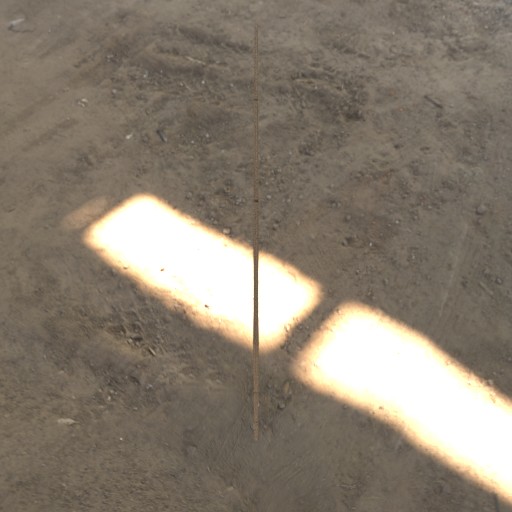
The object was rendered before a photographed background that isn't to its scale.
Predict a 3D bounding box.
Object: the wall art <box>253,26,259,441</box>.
[{"bbox_3d":[0.000,0.000,1.368,0.010,0.917,0.919,0,58,0],"label":"wall art"}]
